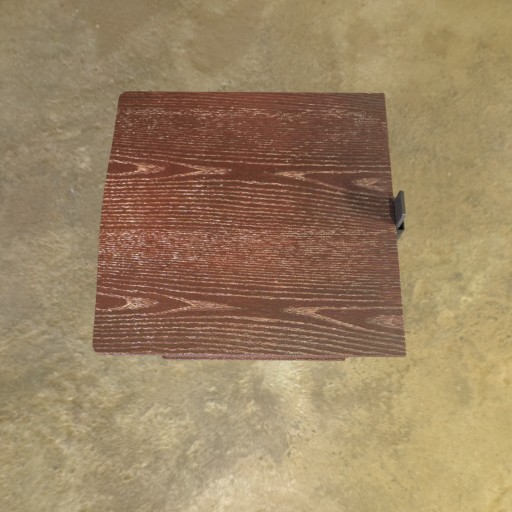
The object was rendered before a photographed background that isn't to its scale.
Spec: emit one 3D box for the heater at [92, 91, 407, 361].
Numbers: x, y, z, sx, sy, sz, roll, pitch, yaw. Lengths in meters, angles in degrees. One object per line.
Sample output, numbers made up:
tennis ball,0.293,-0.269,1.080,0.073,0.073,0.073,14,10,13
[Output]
heater,0.000,0.000,0.770,0.400,0.481,0.362,0,74,0
